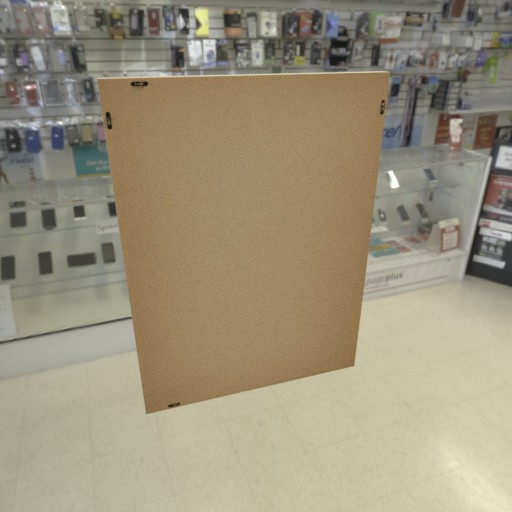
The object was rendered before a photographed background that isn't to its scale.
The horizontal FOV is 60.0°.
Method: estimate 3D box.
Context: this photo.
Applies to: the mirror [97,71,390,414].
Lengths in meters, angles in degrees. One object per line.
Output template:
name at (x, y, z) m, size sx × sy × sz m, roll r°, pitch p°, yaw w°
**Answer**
mirror at (0.000, 0.000, 1.338) m, size 0.762 × 1.016 × 0.040 m, roll -8°, pitch 27°, yaw -16°
